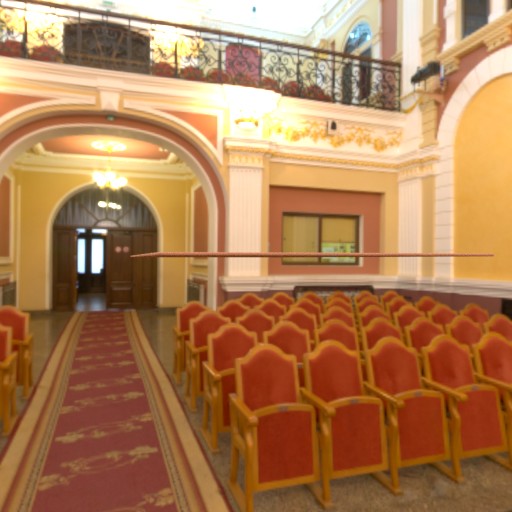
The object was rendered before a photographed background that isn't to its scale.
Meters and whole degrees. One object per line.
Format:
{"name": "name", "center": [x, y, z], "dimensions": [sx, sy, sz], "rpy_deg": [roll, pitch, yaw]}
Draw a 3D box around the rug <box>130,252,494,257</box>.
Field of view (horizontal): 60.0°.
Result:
{"name": "rug", "center": [0.000, 0.000, 2.975], "dimensions": [1.523, 0.014, 2.438], "rpy_deg": [0, 0, -18]}
